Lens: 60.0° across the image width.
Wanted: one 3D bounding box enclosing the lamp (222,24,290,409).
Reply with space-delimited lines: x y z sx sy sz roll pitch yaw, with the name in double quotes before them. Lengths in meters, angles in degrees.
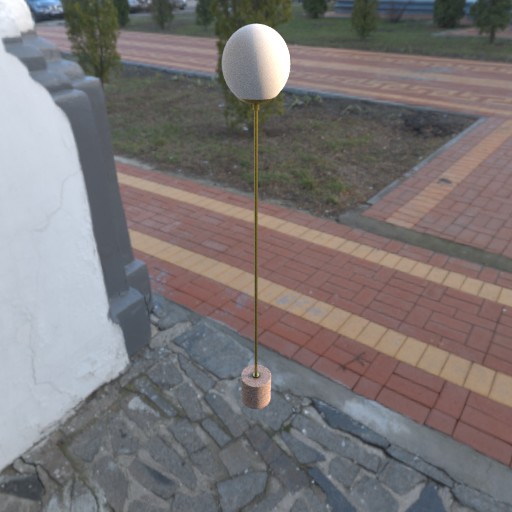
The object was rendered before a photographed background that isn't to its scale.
"lamp" 0.000 0.000 1.881 0.229 1.748 0.229 -22 37 -31
